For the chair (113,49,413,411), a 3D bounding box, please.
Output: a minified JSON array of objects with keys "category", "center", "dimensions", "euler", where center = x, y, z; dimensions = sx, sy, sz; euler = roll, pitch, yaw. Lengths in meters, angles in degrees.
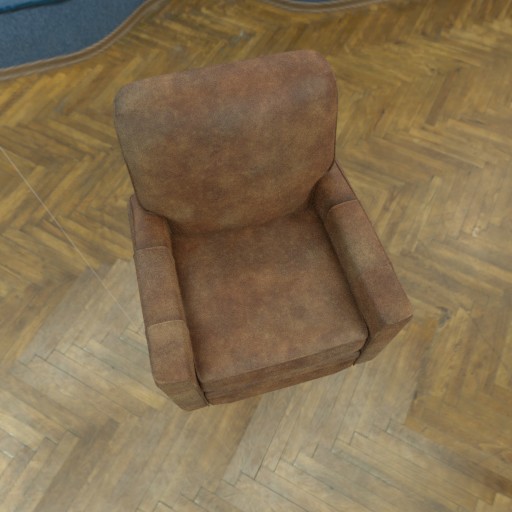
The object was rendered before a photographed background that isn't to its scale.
[{"category":"chair","center":[0.000,0.000,1.616],"dimensions":[0.843,1.043,0.836],"euler":[-14,63,-7]}]
